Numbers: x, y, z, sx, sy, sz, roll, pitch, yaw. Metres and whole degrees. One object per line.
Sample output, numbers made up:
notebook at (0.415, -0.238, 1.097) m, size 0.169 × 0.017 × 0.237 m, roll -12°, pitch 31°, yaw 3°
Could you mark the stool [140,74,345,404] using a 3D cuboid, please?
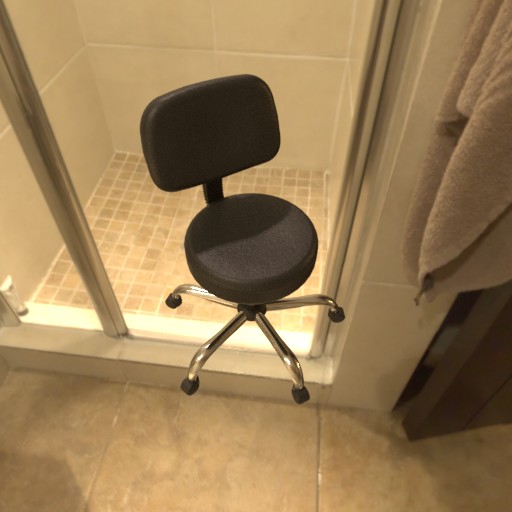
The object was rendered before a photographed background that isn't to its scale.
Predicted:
stool at (0.000, 0.000, 1.355) m, size 0.673 × 0.862 × 0.648 m, roll -23°, pitch 51°, yaw -20°
